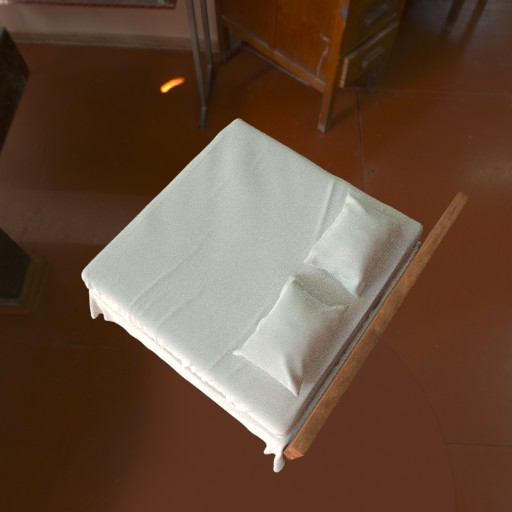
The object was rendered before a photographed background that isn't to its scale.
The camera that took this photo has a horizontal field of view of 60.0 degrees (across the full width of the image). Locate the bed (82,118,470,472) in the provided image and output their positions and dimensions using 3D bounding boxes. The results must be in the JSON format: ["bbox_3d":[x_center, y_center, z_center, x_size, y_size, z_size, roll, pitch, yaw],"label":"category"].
[{"bbox_3d":[0.000,0.000,3.462,2.165,1.158,2.255,34,69,15],"label":"bed"}]
